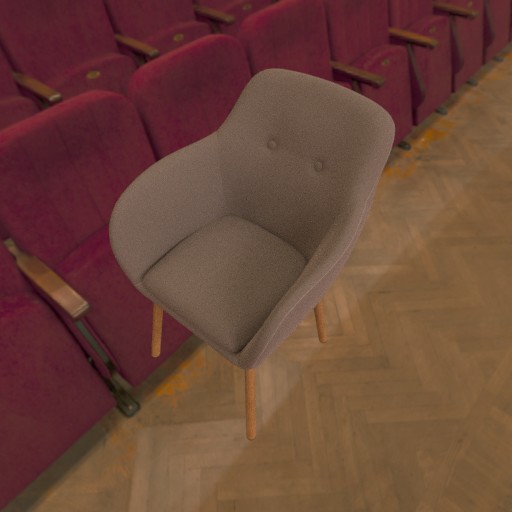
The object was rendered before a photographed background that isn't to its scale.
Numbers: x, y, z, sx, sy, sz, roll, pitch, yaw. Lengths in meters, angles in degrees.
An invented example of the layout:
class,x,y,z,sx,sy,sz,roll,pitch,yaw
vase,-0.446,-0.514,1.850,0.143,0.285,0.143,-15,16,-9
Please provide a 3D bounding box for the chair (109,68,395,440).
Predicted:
class,x,y,z,sx,sy,sz,roll,pitch,yaw
chair,0.000,0.000,1.272,0.570,0.830,0.590,32,55,26
